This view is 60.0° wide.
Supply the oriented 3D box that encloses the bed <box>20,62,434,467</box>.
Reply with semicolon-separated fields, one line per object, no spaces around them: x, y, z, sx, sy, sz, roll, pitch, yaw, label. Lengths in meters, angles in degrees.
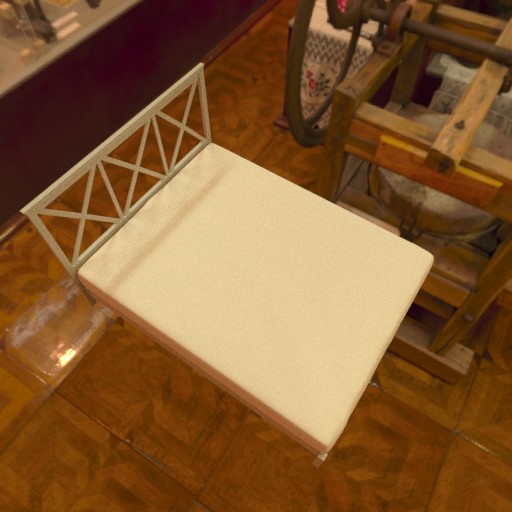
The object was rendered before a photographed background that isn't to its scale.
0.000;0.000;3.113;2.135;1.253;1.673;30;63;17;bed
